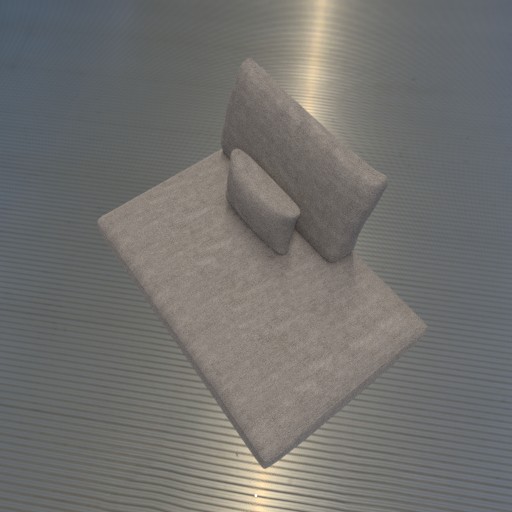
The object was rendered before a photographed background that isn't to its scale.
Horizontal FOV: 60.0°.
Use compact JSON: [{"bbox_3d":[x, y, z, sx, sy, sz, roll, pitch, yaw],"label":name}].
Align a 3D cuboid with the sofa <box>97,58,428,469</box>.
[{"bbox_3d":[0.000,0.000,2.016,1.002,0.820,1.450,-34,67,-17],"label":"sofa"}]
